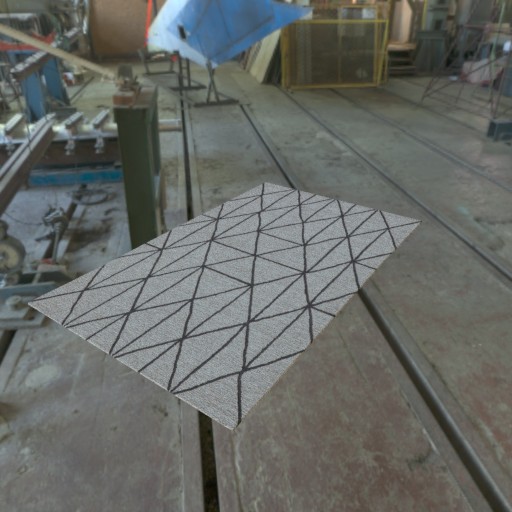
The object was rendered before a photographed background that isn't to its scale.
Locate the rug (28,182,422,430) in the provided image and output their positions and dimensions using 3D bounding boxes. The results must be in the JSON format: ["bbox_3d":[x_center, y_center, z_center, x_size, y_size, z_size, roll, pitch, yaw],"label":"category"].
[{"bbox_3d":[0.000,0.000,3.077,1.526,0.008,2.465,20,35,30],"label":"rug"}]
